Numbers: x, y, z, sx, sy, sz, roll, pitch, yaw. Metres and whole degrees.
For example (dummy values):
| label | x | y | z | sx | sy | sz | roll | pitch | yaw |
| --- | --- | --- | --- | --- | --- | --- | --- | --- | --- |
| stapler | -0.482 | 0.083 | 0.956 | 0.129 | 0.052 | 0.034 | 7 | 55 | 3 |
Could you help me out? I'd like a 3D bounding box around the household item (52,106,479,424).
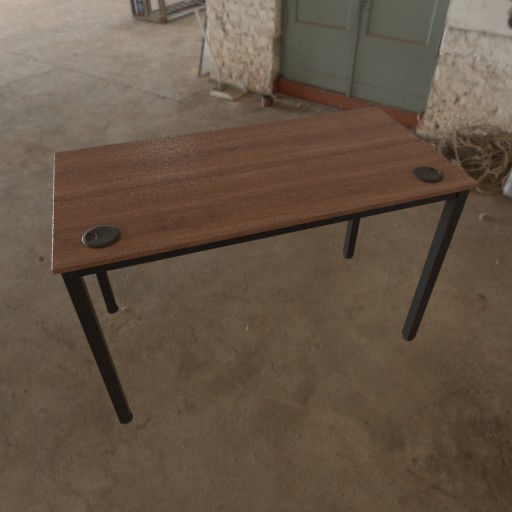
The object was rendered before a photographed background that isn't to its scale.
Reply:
| label | x | y | z | sx | sy | sz | roll | pitch | yaw |
| --- | --- | --- | --- | --- | --- | --- | --- | --- | --- |
| household item | 0.000 | 0.000 | 1.631 | 1.200 | 0.750 | 0.600 | -12 | 43 | -14 |
